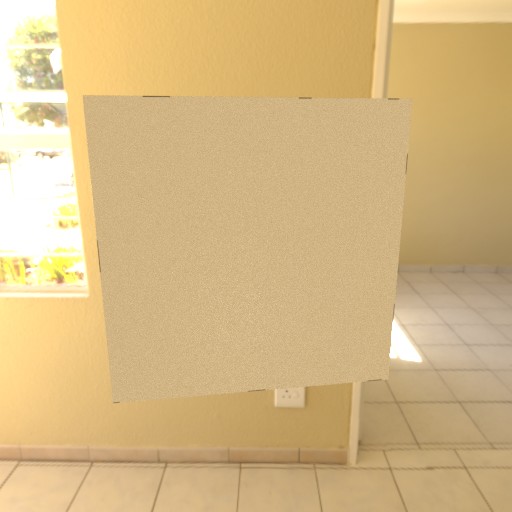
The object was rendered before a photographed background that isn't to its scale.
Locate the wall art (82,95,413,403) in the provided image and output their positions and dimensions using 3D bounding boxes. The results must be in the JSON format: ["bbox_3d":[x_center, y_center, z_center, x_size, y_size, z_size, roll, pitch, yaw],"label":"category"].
[{"bbox_3d":[0.000,0.000,0.658,0.446,0.445,0.014,-2,16,-8],"label":"wall art"}]
